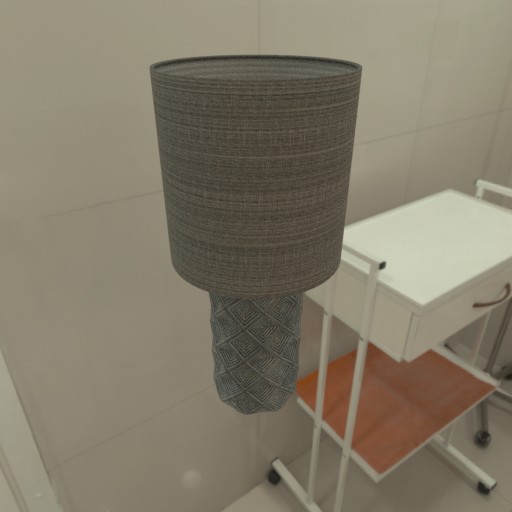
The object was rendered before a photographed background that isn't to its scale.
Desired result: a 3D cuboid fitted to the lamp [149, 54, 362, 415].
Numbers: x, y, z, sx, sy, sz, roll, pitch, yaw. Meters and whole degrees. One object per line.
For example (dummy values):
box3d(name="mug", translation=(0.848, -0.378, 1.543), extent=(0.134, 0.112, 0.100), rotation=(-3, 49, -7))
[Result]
box3d(name="lamp", translation=(0.000, 0.000, 0.710), extent=(0.268, 0.566, 0.269), rotation=(-20, 35, -31))
